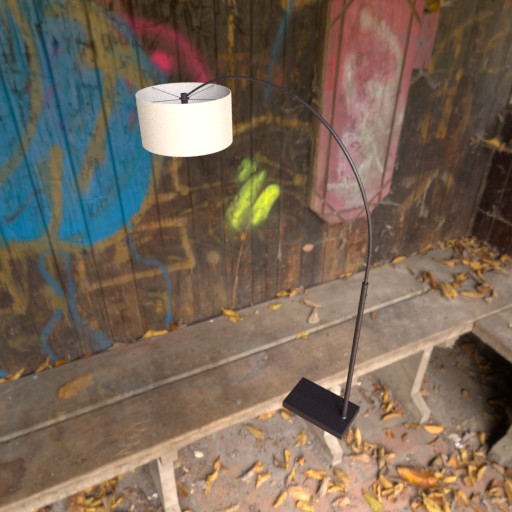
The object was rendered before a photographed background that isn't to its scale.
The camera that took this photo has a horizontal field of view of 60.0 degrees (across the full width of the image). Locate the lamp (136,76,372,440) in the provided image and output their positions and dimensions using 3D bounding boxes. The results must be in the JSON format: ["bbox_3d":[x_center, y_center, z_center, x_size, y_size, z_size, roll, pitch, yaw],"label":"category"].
[{"bbox_3d":[0.000,0.000,2.541,1.424,1.927,0.493,21,38,30],"label":"lamp"}]
